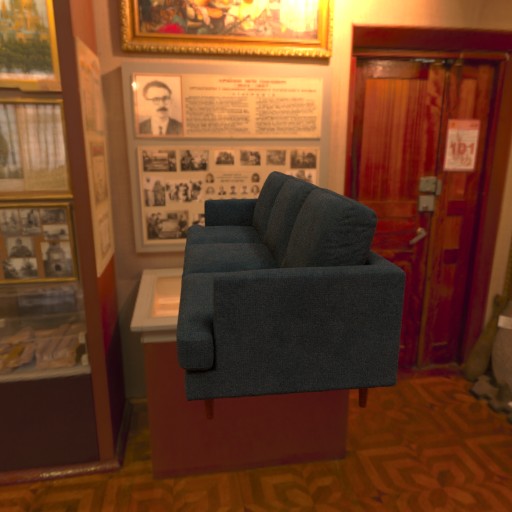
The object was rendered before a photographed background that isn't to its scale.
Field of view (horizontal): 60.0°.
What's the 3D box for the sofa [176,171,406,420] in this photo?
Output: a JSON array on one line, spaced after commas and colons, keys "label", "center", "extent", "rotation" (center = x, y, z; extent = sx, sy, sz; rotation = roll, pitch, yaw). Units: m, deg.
[{"label": "sofa", "center": [0.000, 0.000, 2.776], "extent": [0.903, 0.930, 2.246], "rotation": [-2, 15, -7]}]
